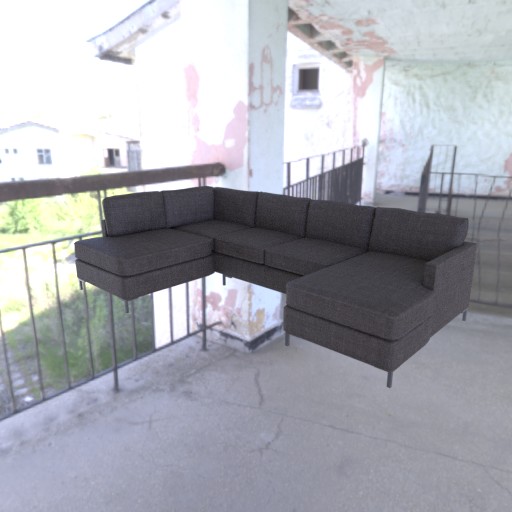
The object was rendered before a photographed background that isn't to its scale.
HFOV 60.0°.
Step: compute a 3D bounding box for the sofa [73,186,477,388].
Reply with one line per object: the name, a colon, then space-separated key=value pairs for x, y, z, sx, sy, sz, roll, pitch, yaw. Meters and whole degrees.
sofa: x=0.000 y=0.000 z=4.281 sx=3.423 sy=0.999 sz=2.048 roll=14 pitch=21 yaw=41
